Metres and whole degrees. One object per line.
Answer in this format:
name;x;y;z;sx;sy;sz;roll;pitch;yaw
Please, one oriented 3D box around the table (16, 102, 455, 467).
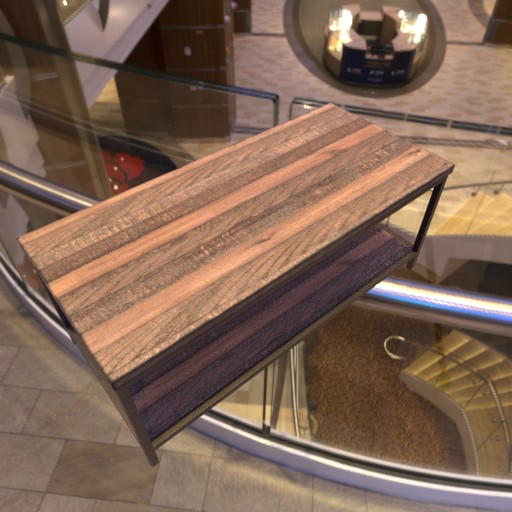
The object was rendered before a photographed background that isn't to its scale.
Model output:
table;0.000;0.000;1.211;0.990;0.399;0.452;-31;53;-27
